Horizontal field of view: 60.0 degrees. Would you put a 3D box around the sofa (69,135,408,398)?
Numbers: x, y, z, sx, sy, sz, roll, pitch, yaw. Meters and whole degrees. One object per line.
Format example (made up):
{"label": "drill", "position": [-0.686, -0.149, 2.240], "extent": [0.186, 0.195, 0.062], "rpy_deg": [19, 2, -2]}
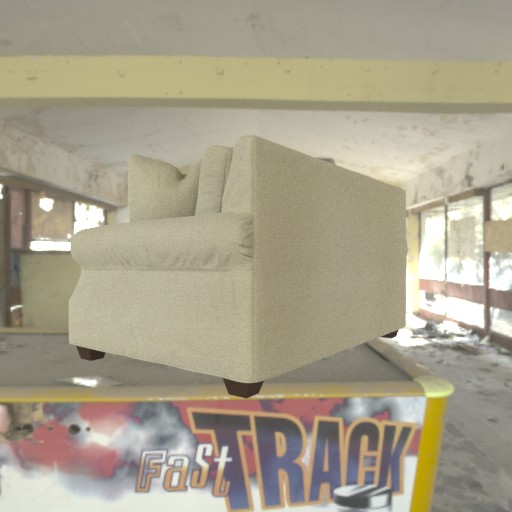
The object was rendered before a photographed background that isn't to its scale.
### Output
{"label": "sofa", "position": [0.000, 0.000, 2.223], "extent": [1.070, 0.905, 1.550], "rpy_deg": [0, 0, 37]}
